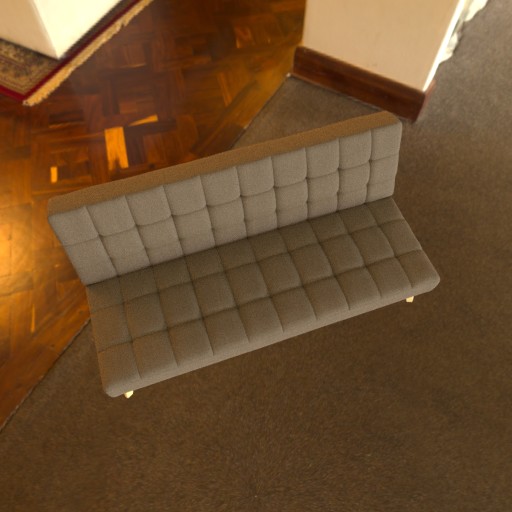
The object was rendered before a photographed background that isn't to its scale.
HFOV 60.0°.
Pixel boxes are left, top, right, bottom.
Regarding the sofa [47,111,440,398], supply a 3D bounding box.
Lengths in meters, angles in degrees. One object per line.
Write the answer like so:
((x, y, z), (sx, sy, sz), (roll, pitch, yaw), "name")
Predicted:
((0.000, 0.000, 2.333), (1.800, 0.810, 0.860), (-17, 63, -9), "sofa")
